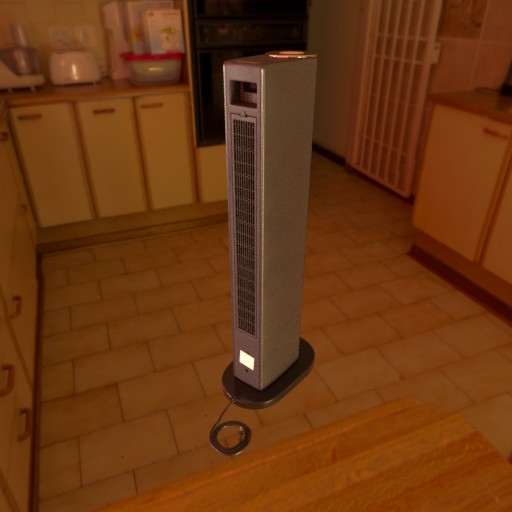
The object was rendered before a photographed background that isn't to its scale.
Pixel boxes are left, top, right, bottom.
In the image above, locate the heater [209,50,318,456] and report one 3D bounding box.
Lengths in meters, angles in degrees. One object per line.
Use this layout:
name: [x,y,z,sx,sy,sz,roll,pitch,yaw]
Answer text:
heater: [0.000,0.000,1.046,0.214,0.856,0.458,21,36,32]
